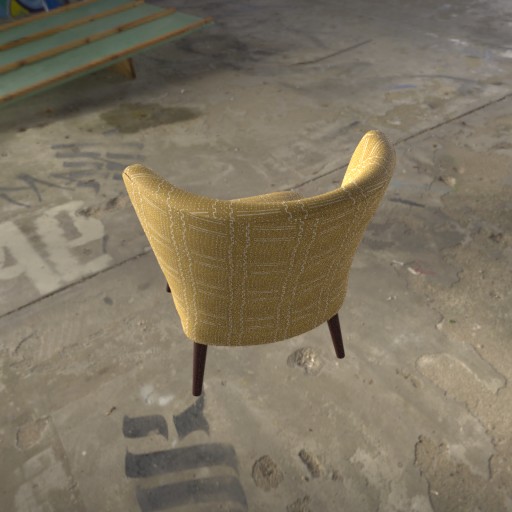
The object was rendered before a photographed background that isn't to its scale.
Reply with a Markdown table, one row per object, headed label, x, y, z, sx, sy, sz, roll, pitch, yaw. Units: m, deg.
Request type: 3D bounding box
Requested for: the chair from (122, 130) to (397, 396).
| label | x | y | z | sx | sy | sz | roll | pitch | yaw |
| --- | --- | --- | --- | --- | --- | --- | --- | --- | --- |
| chair | 0.000 | 0.000 | 1.442 | 0.706 | 0.866 | 0.758 | -11 | 42 | -13 |
